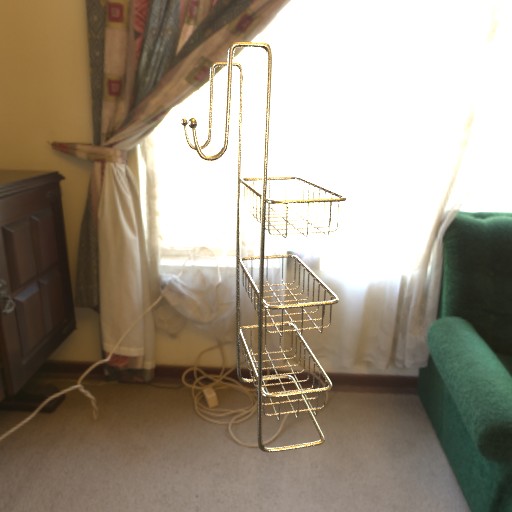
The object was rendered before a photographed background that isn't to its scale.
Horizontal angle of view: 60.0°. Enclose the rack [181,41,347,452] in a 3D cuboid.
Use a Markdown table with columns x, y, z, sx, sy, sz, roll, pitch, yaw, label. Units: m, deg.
| x | y | z | sx | sy | sz | roll | pitch | yaw | label |
| --- | --- | --- | --- | --- | --- | --- | --- | --- | --- |
| 0.000 | 0.000 | 0.687 | 0.202 | 0.574 | 0.228 | -3 | 18 | -11 | rack |
